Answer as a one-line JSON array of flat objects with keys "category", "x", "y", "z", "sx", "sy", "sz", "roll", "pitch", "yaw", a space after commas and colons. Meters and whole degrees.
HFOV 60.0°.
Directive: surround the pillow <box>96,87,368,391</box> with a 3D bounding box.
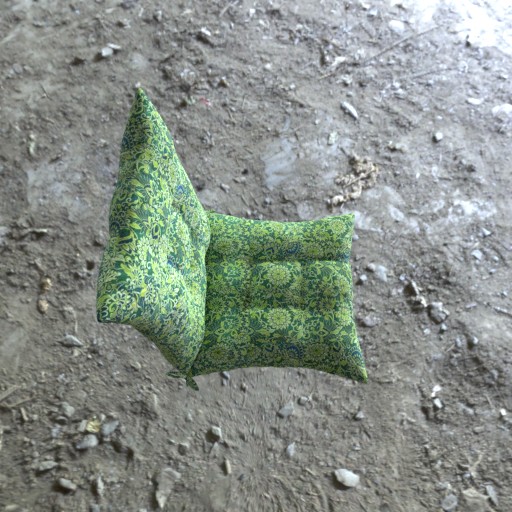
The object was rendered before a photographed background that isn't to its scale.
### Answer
[{"category": "pillow", "x": 0.000, "y": 0.000, "z": 1.040, "sx": 0.585, "sy": 0.536, "sz": 0.541, "roll": 1, "pitch": 64, "yaw": 0}]
